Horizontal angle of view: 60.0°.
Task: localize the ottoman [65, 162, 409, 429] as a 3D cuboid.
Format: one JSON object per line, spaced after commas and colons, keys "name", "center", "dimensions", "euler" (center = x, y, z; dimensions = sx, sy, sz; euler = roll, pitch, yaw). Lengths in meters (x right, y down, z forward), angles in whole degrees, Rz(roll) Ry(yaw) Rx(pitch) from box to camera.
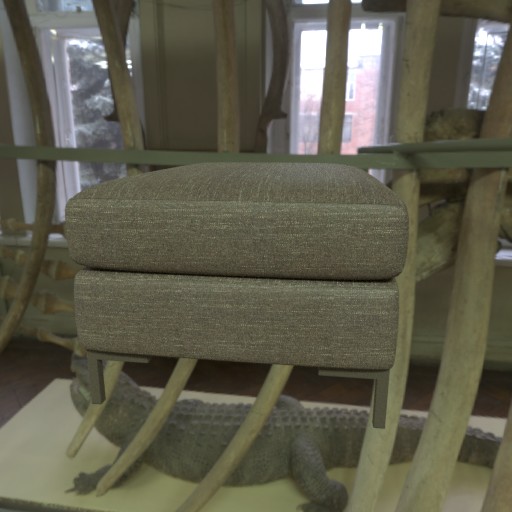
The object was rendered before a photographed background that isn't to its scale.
{"name": "ottoman", "center": [0.000, 0.000, 1.227], "dimensions": [0.671, 0.490, 0.820], "euler": [2, 15, 8]}
